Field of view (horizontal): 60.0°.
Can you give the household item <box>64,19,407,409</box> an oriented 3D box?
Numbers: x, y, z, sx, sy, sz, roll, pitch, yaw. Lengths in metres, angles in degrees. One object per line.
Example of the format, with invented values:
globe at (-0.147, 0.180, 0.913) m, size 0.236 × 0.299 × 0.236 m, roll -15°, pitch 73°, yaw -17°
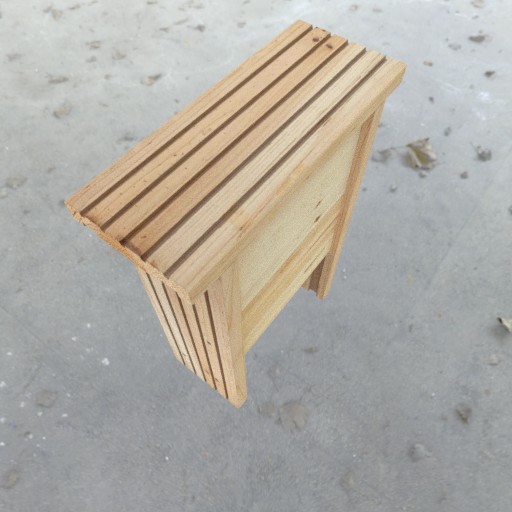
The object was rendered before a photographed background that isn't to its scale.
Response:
household item at (0.000, 0.000, 0.538) m, size 0.123 × 0.407 × 0.301 m, roll 33°, pitch 63°, yaw 19°
